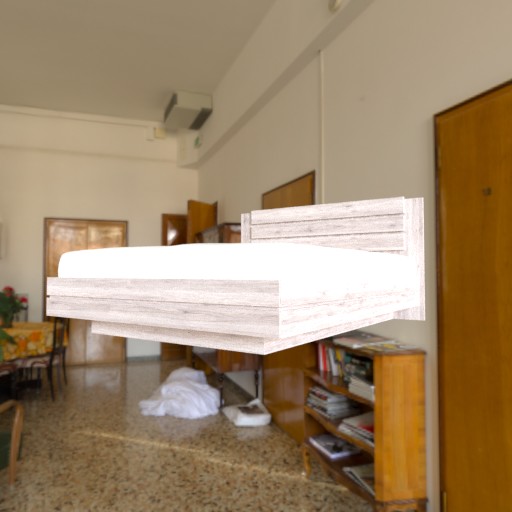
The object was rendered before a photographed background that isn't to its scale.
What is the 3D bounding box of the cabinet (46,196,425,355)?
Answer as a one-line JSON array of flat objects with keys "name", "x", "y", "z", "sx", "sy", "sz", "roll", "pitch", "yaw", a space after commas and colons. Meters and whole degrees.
[{"name": "cabinet", "x": 0.000, "y": 0.000, "z": 3.087, "sx": 1.750, "sy": 0.970, "sz": 2.080, "roll": -1, "pitch": -2, "yaw": 34}]
